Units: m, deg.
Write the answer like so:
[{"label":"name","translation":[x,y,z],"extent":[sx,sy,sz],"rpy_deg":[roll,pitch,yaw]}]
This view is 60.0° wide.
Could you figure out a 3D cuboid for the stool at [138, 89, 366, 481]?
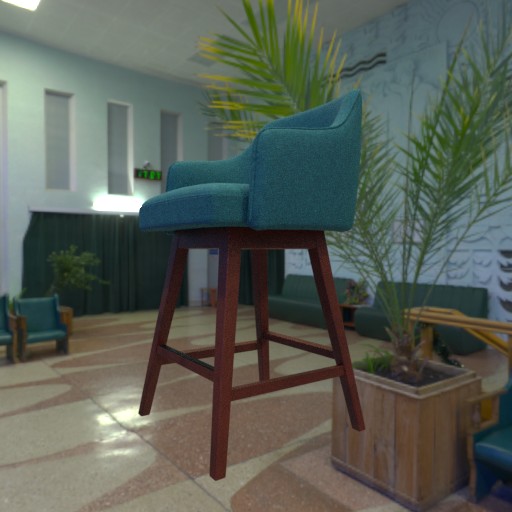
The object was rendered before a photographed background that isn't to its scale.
[{"label":"stool","translation":[0.000,0.000,1.295],"extent":[0.556,0.961,0.548],"rpy_deg":[-1,1,-35]}]
